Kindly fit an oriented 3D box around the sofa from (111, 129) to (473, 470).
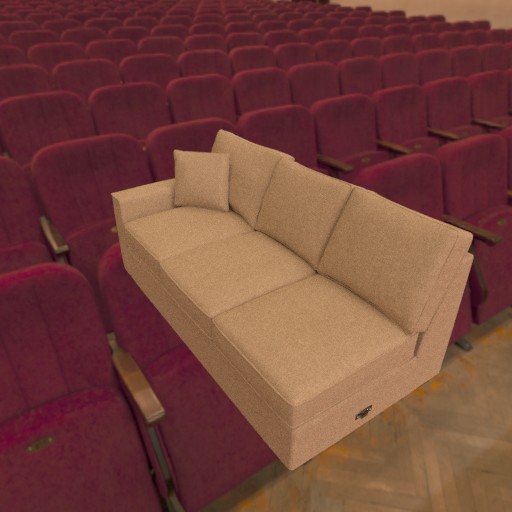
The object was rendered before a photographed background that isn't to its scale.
[{"bbox_3d":[0.000,0.000,2.535,1.034,0.946,1.962,-19,36,-29],"label":"sofa"}]
